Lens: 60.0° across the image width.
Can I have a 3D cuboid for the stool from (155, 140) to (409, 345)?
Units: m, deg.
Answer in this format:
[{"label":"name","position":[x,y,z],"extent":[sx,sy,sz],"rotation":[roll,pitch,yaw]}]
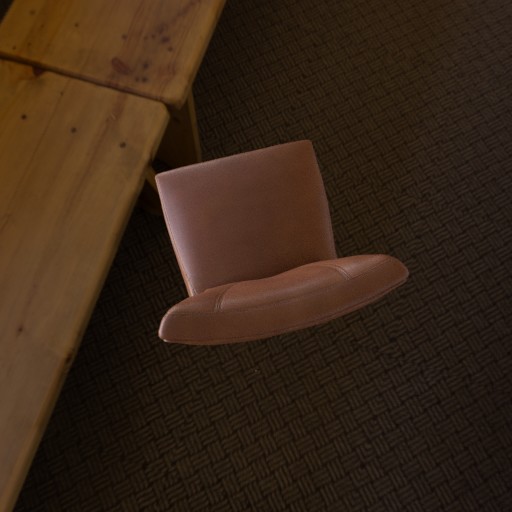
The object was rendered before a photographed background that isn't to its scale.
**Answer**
[{"label":"stool","position":[0.000,0.000,1.439],"extent":[0.522,1.094,0.585],"rotation":[-14,76,-4]}]
